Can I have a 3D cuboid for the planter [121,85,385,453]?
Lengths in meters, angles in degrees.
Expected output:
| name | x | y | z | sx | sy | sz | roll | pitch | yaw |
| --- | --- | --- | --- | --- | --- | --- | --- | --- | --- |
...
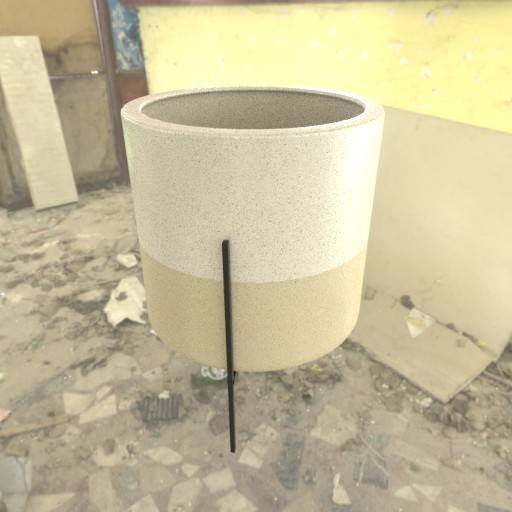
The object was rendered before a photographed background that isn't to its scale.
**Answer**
| name | x | y | z | sx | sy | sz | roll | pitch | yaw |
| --- | --- | --- | --- | --- | --- | --- | --- | --- | --- |
| planter | 0.000 | 0.000 | 0.731 | 0.368 | 0.484 | 0.359 | -10 | 31 | -18 |
